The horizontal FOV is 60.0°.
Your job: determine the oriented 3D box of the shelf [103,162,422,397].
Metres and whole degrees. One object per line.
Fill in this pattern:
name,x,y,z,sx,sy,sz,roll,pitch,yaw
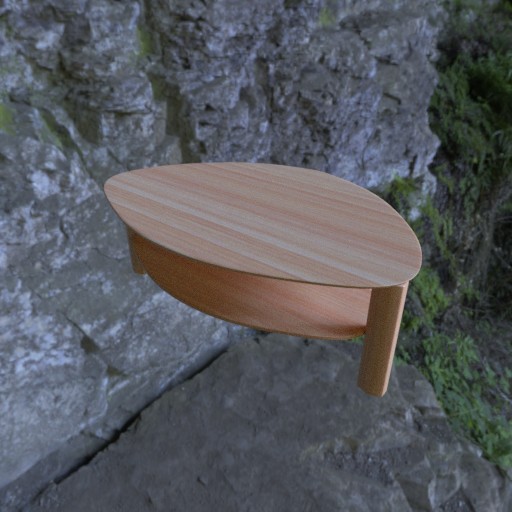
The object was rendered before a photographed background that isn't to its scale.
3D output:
shelf,0.000,0.000,1.670,1.246,0.440,0.845,22,36,33
